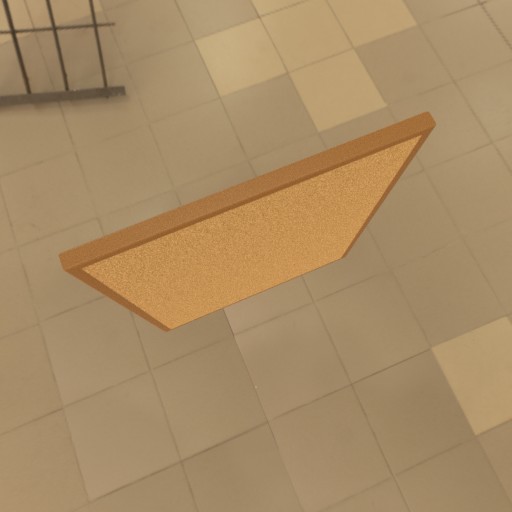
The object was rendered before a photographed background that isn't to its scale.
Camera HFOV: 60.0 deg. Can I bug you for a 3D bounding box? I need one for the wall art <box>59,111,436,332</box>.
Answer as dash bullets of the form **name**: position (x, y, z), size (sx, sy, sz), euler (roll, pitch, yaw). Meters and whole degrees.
- **wall art**: position (0.000, 0.000, 0.521), size (0.310, 0.379, 0.015), euler (-22, 75, -6)
